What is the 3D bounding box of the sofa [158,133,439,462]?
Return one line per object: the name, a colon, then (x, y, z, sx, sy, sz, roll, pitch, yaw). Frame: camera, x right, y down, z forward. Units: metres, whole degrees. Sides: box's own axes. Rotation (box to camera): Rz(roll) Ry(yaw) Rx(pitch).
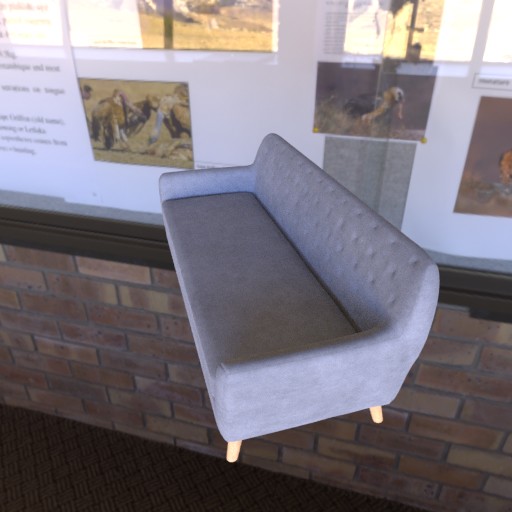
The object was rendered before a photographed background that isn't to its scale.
sofa: (0.000, 0.000, 2.388, 0.830, 0.830, 1.970, -9, 31, -14)
